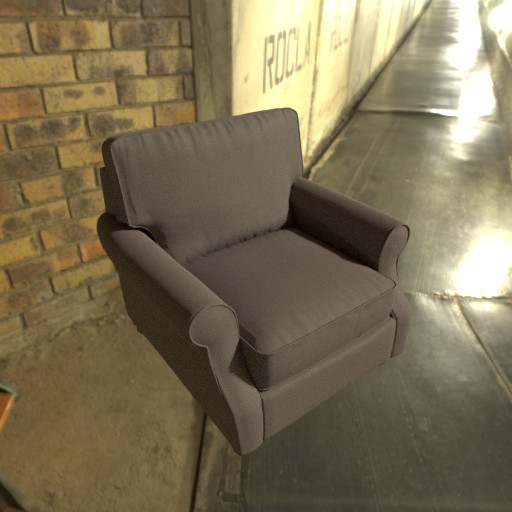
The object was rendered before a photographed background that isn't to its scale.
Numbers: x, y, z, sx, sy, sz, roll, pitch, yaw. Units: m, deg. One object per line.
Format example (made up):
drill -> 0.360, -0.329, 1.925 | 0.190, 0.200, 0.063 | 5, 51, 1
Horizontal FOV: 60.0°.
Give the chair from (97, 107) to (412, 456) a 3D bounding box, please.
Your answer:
chair -> 0.000, 0.000, 1.770 | 1.029, 0.967, 0.966 | -21, 36, -31
